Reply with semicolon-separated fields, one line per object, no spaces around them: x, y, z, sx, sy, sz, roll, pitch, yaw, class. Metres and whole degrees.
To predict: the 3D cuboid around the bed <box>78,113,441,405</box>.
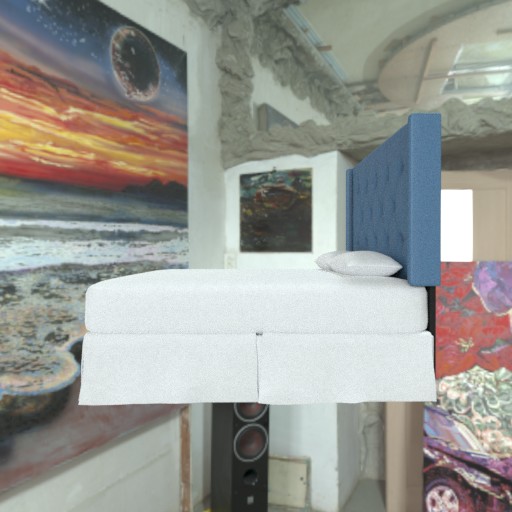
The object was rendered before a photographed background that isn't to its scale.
0.000;0.000;3.320;2.078;1.665;1.719;0;0;-1;bed
